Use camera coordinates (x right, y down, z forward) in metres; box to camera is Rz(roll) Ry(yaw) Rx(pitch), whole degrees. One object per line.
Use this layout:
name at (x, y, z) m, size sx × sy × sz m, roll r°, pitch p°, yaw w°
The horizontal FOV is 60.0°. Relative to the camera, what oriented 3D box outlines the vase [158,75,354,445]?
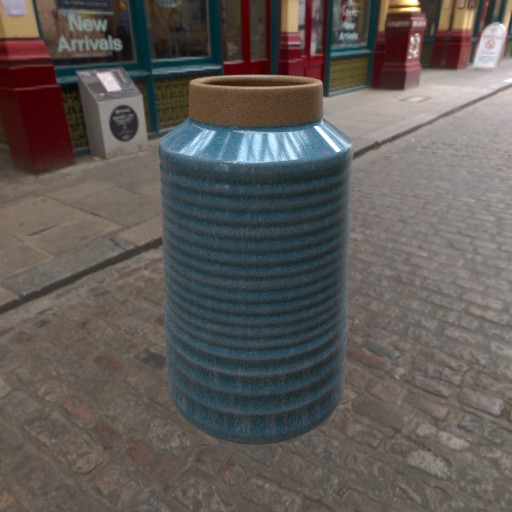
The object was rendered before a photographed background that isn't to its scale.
vase at (0.000, 0.000, 0.361) m, size 0.163 × 0.267 × 0.163 m, roll 0°, pitch 27°, yaw 0°
